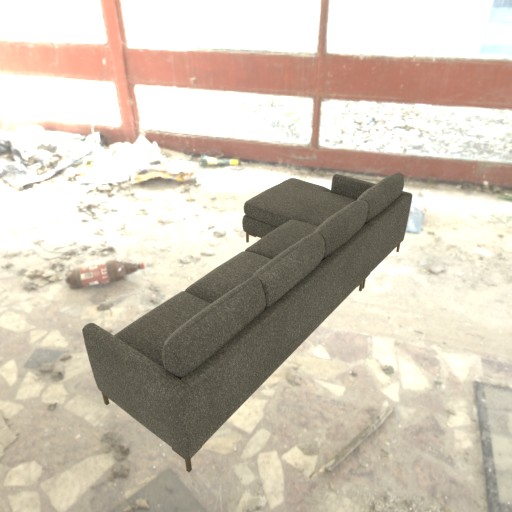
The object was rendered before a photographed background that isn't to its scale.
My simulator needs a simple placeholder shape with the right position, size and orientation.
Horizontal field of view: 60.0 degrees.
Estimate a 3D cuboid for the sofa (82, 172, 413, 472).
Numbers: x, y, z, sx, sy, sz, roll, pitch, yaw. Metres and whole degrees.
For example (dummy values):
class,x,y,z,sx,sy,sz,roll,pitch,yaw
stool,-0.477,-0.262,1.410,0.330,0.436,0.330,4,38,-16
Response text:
class,x,y,z,sx,sy,sz,roll,pitch,yaw
sofa,0.000,0.000,3.443,1.350,0.810,2.932,22,38,31
